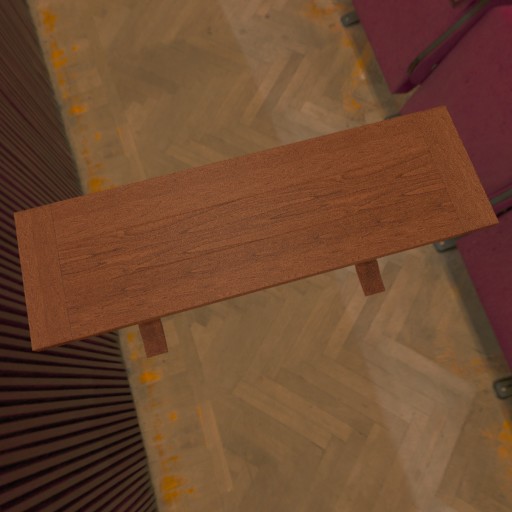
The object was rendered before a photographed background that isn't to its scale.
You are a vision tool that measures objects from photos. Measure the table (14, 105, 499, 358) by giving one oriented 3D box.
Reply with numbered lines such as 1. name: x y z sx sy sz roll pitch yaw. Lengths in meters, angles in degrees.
1. table: 0.000 0.000 1.817 1.478 0.852 0.461 -15 74 -4
